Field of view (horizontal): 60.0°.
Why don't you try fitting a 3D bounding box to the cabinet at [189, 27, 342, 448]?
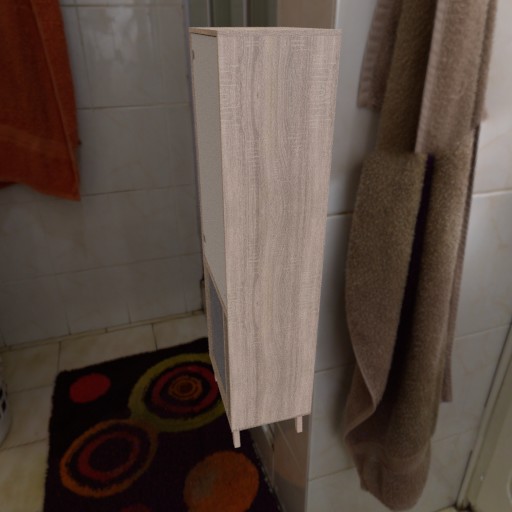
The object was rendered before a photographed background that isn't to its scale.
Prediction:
[{"bbox_3d":[0.000,0.000,2.025,0.400,1.850,0.570,-8,29,-14],"label":"cabinet"}]
